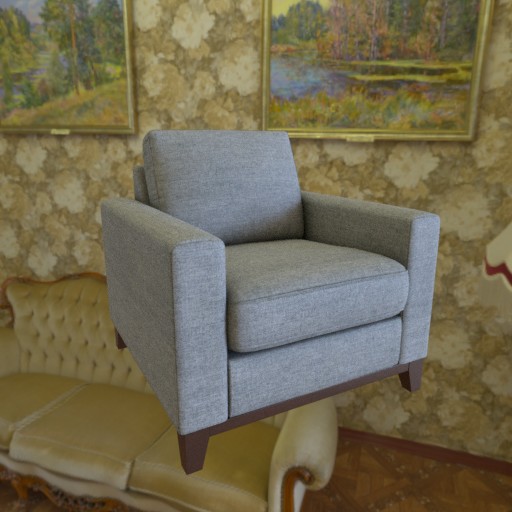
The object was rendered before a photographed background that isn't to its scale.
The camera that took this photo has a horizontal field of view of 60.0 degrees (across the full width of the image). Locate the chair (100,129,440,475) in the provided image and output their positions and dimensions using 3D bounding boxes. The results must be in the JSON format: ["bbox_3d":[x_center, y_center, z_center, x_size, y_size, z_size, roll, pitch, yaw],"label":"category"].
[{"bbox_3d":[0.000,0.000,1.816,1.024,1.010,1.038,-8,16,-28],"label":"chair"}]
